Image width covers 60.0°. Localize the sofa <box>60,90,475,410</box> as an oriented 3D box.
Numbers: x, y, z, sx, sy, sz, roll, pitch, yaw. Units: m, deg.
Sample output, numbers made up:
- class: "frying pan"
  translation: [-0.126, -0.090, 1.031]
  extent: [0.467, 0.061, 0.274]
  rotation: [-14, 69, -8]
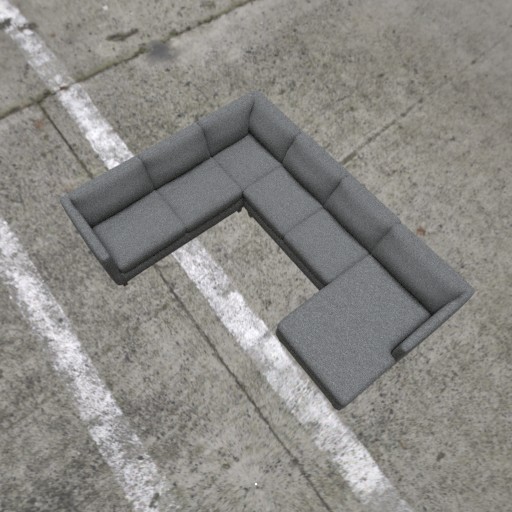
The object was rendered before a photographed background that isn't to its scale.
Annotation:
- class: "sofa"
  translation: [0.000, 0.000, 4.424]
  extent: [2.551, 0.853, 3.238]
  rotation: [-35, 68, -16]
